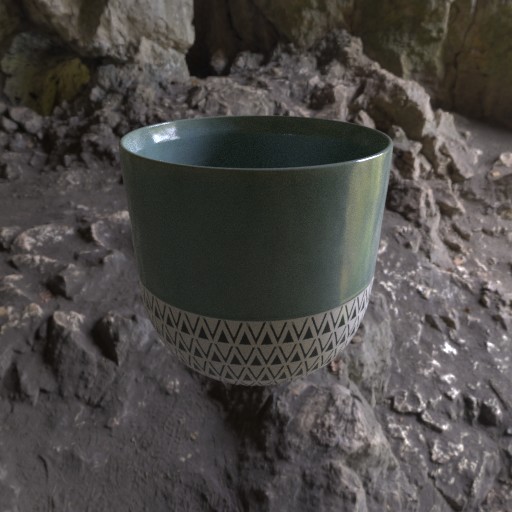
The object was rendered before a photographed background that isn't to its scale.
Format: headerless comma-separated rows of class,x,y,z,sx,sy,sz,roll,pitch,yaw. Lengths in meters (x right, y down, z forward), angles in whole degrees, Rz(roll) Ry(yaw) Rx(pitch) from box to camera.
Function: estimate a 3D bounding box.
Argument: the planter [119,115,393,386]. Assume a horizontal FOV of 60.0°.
planter,0.000,0.000,0.503,0.266,0.270,0.266,0,26,0
